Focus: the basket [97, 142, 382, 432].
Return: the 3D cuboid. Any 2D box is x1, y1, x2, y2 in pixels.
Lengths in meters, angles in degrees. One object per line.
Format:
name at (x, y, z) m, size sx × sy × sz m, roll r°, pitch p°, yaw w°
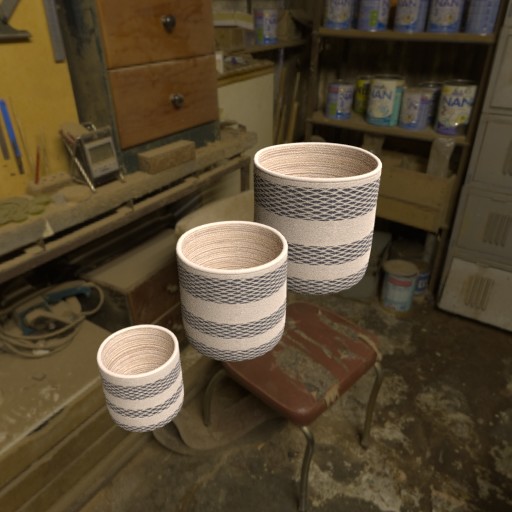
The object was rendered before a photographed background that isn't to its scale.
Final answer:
basket at (0.000, 0.000, 1.097) m, size 0.351 × 0.356 × 0.917 m, roll 20°, pitch 35°, yaw 31°
